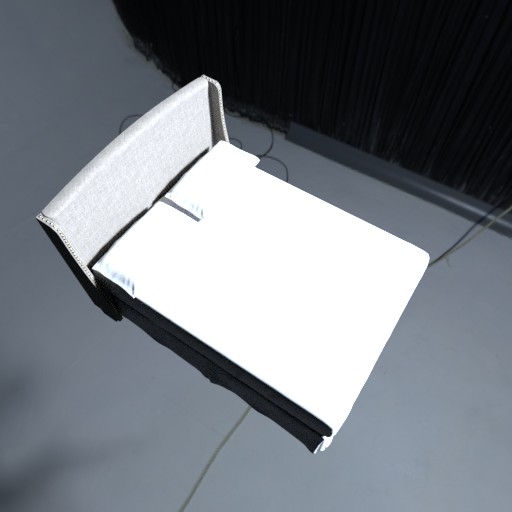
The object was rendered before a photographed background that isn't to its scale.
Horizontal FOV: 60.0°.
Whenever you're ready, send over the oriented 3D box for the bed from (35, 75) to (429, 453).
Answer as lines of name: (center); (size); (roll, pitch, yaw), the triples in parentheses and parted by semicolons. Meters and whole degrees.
bed: (0.000, 0.000, 3.334); (2.237, 1.407, 1.710); (29, 62, 17)
